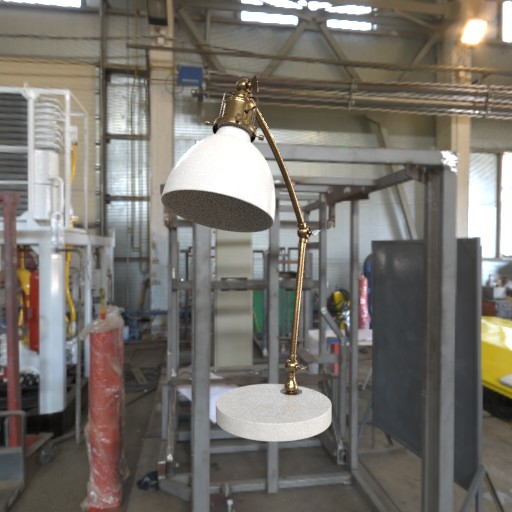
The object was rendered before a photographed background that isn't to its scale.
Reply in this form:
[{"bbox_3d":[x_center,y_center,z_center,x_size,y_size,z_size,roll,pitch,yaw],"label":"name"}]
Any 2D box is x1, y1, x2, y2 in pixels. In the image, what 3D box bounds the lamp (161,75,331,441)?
[{"bbox_3d":[0.000,0.000,0.675,0.186,0.522,0.317,1,1,36],"label":"lamp"}]
